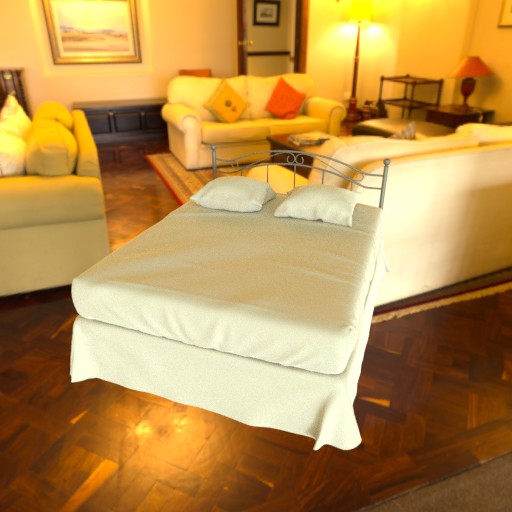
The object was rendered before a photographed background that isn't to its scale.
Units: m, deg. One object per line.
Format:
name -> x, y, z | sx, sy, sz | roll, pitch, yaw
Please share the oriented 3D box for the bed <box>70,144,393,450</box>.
bed -> 0.000, 0.000, 3.271 | 1.936, 1.080, 2.215 | 9, 28, 17
